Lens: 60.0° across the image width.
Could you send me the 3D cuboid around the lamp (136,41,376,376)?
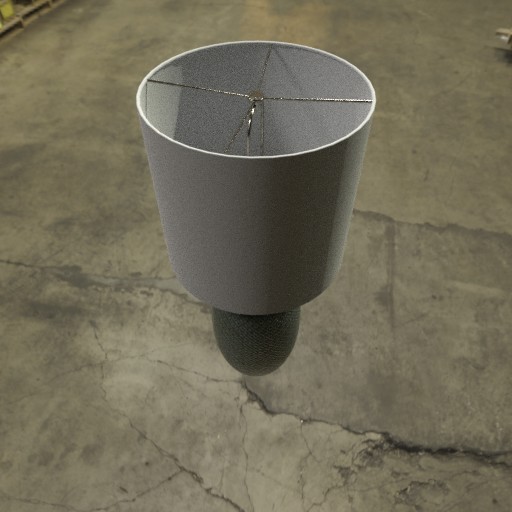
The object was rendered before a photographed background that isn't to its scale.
[{"bbox_3d":[0.000,0.000,0.573,0.217,0.453,0.217,8,48,8],"label":"lamp"}]
